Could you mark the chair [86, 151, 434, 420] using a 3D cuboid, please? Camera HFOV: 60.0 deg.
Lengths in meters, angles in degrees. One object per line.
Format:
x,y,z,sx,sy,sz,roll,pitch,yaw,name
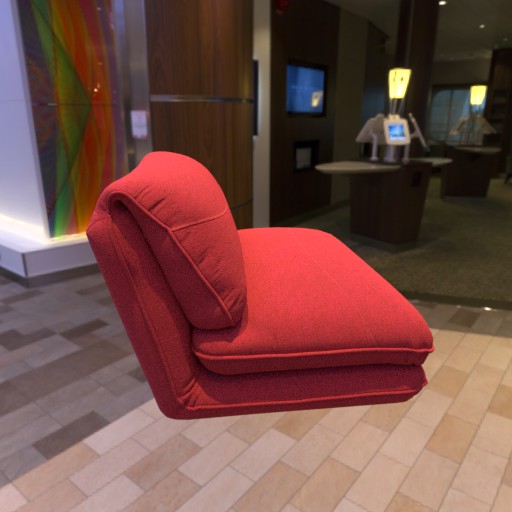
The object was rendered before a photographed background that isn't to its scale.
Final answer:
0.000,0.000,1.332,0.780,0.580,0.820,-2,18,-7,chair
